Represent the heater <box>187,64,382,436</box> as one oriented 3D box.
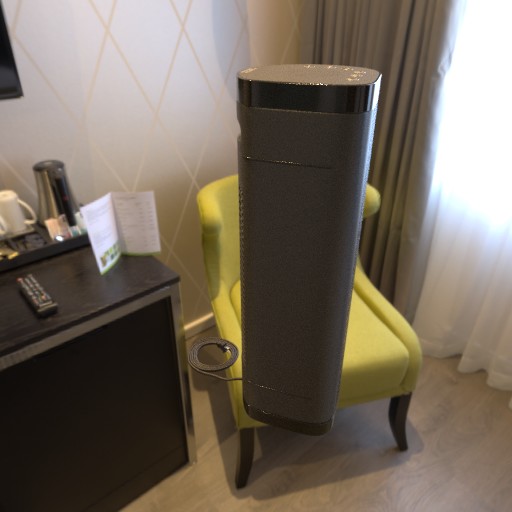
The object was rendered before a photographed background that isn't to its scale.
[{"bbox_3d":[0.000,0.000,0.702,0.312,0.552,0.174,10,32,16],"label":"heater"}]
